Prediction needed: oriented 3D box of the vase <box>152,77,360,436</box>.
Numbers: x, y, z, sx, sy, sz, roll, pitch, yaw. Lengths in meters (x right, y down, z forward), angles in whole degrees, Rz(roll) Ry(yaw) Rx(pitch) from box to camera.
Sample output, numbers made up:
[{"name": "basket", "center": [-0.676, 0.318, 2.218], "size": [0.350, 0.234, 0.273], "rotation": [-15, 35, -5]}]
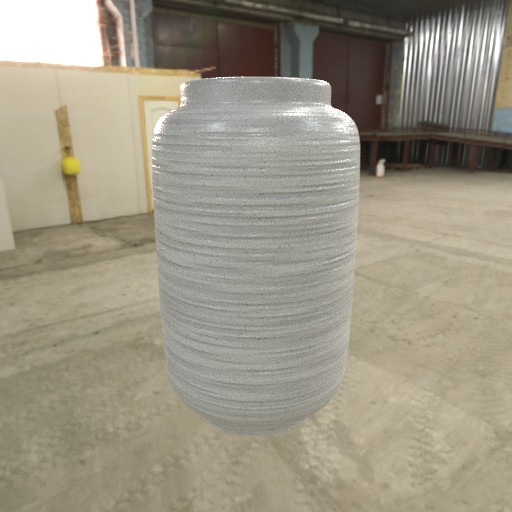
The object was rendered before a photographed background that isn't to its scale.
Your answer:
[{"name": "vase", "center": [0.000, 0.000, 0.462], "size": [0.202, 0.335, 0.202], "rotation": [0, 17, 0]}]
